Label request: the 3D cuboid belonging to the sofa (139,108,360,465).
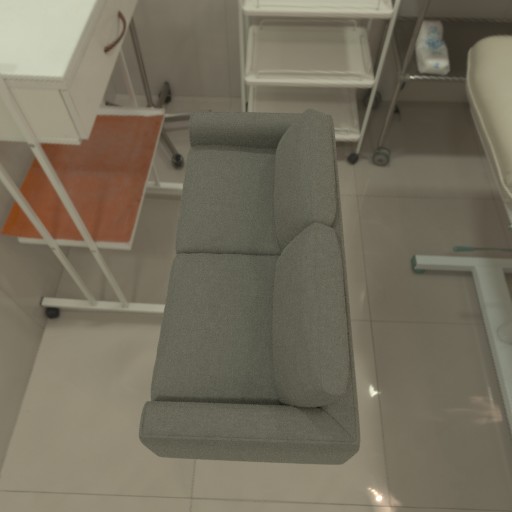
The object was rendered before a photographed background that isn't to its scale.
[{"bbox_3d":[0.000,0.000,2.750,1.070,0.801,2.262,2,58,1],"label":"sofa"}]
